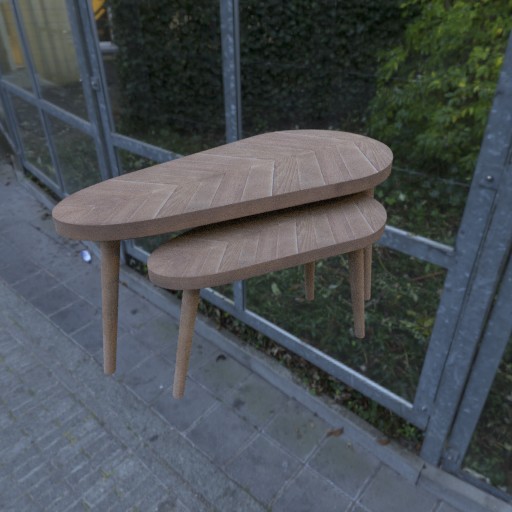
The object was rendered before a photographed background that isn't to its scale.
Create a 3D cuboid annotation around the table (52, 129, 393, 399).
[{"bbox_3d":[0.000,0.000,1.550,1.190,0.595,0.701,-21,37,-30],"label":"table"}]
